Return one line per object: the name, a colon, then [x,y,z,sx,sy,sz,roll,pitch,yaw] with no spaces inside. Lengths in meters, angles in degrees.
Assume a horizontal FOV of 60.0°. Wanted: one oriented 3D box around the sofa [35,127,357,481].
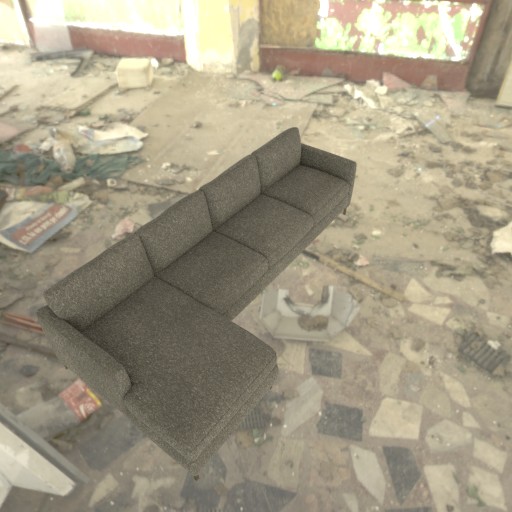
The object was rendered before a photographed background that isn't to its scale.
sofa: [0.000,0.000,3.462,1.350,0.810,2.932,26,48,26]
